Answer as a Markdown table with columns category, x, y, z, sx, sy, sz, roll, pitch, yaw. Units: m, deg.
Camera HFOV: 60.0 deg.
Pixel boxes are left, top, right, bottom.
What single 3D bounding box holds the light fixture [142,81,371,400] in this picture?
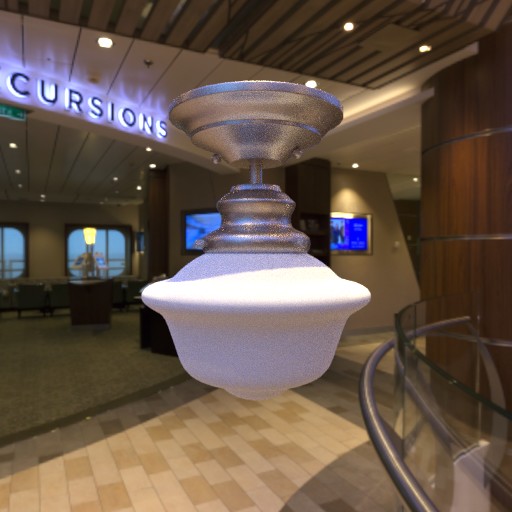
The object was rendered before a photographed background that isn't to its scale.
| category | x | y | z | sx | sy | sz | roll | pitch | yaw |
| --- | --- | --- | --- | --- | --- | --- | --- | --- | --- |
| light fixture | 0.000 | 0.000 | 0.396 | 0.199 | 0.254 | 0.199 | 0 | 0 | 0 |
